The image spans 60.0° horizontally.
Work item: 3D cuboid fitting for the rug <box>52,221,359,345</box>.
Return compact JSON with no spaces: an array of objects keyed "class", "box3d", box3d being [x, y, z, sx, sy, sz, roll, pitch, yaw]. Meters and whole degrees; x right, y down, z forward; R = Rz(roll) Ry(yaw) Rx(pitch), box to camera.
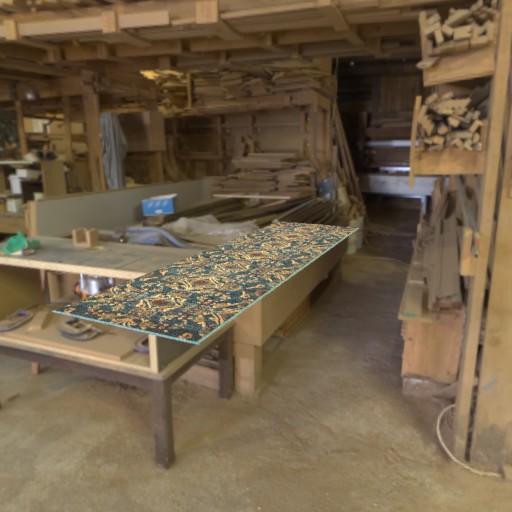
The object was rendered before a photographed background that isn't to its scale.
[{"class":"rug","box3d":[0.000,0.000,2.605,0.685,0.014,2.292,7,16,25]}]
